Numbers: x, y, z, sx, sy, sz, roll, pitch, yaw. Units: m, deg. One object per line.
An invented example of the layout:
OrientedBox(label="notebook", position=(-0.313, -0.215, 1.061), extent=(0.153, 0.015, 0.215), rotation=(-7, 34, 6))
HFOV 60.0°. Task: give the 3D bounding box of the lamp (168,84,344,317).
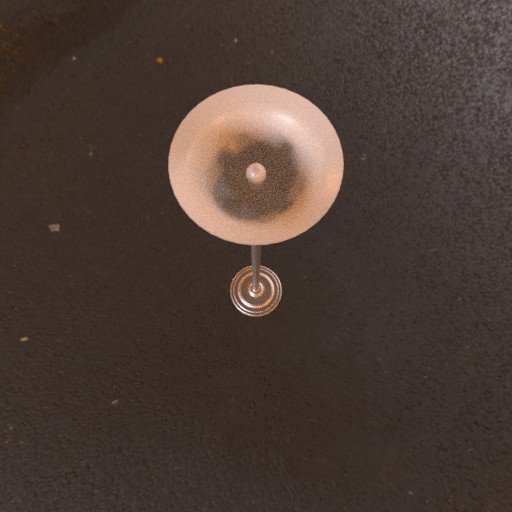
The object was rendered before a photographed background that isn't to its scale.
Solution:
OrientedBox(label="lamp", position=(0.000, 0.000, 1.882), extent=(0.405, 1.771, 0.405), rotation=(-6, 76, -2))
